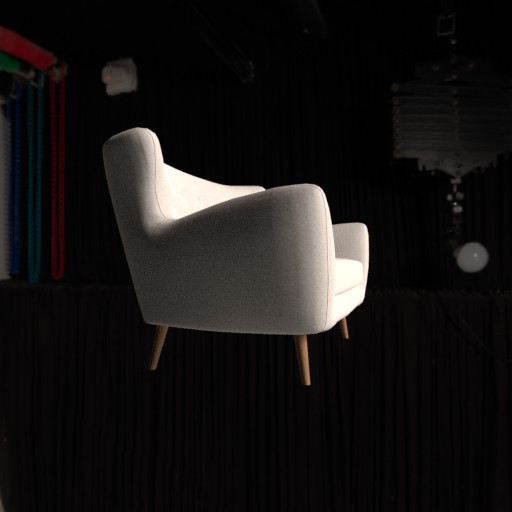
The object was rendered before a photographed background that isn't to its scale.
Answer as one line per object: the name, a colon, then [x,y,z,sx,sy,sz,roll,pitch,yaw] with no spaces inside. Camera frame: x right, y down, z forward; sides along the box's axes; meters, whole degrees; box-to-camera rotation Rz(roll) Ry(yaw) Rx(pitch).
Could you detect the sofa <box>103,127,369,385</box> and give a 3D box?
sofa: [0.000,0.000,2.067,0.921,0.878,1.424,0,-1,19]
